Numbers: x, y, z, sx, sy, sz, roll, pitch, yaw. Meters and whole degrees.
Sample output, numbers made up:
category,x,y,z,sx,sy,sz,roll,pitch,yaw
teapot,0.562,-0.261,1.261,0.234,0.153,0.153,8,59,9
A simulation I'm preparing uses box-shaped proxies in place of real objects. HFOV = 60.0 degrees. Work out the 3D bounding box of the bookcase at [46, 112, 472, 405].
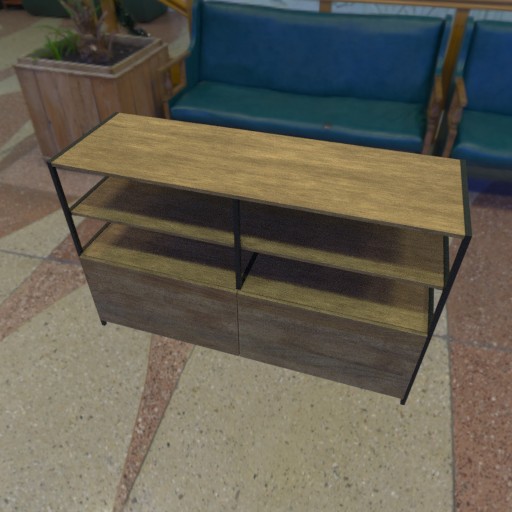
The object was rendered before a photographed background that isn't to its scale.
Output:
category,x,y,z,sx,sy,sz,roll,pitch,yaw
bookcase,0.000,0.000,1.503,1.149,0.712,0.391,12,42,13
